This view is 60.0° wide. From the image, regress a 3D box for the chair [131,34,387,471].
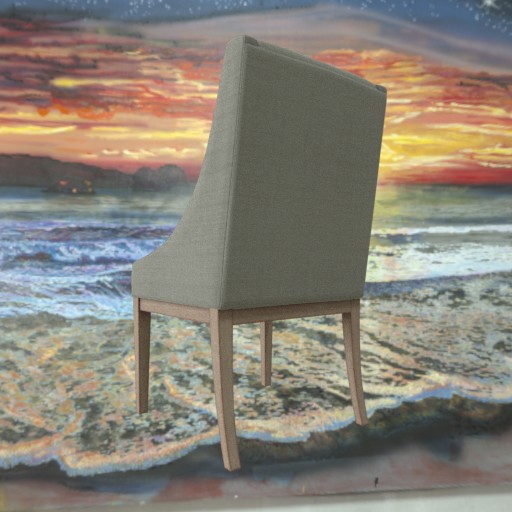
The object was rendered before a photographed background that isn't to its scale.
[{"bbox_3d":[0.000,0.000,1.389,0.575,1.021,0.611,0,-1,-37],"label":"chair"}]
